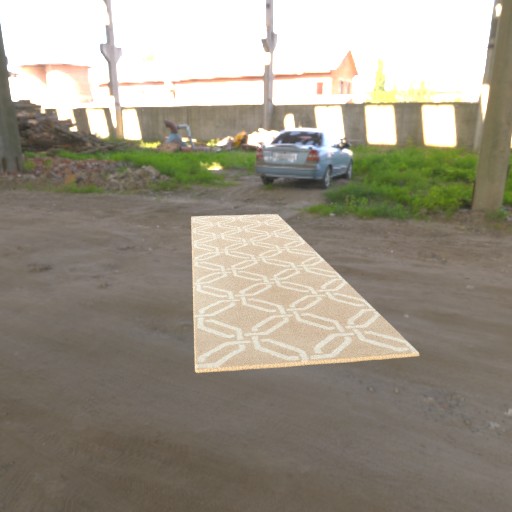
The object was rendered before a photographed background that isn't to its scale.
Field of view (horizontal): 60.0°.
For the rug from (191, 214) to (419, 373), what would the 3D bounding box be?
[{"bbox_3d":[0.000,0.000,2.378,0.678,0.014,2.276,-2,16,-8],"label":"rug"}]
